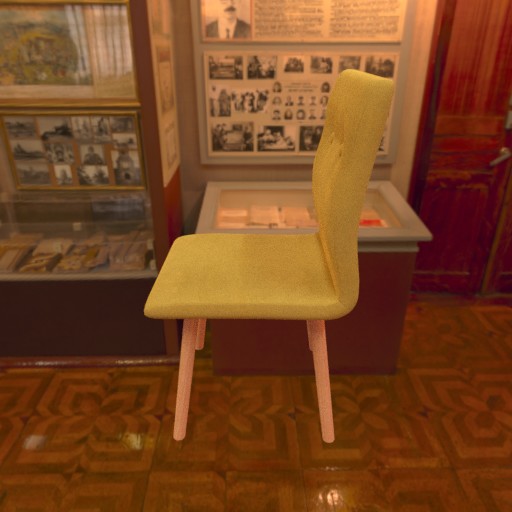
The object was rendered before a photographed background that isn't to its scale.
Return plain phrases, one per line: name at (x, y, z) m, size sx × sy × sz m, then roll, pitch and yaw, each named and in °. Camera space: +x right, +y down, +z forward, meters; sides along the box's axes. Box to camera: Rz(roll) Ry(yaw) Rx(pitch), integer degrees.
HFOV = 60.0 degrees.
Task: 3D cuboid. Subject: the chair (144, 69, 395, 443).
chair at (0.000, 0.000, 1.263) m, size 0.550 × 0.965 × 0.450 m, roll 0°, pitch 26°, yaw 1°
